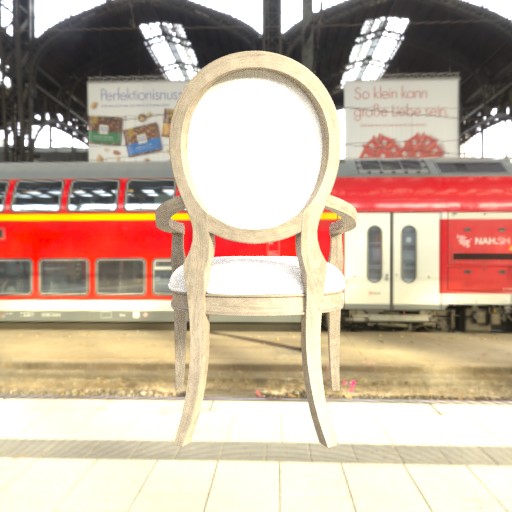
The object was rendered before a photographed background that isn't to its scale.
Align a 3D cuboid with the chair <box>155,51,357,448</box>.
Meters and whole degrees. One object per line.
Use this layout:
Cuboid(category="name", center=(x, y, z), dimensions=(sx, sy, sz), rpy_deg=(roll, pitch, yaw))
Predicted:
Cuboid(category="chair", center=(0.000, 0.000, 1.349), dimensions=(0.611, 0.991, 0.602), rpy_deg=(0, 0, 1))
